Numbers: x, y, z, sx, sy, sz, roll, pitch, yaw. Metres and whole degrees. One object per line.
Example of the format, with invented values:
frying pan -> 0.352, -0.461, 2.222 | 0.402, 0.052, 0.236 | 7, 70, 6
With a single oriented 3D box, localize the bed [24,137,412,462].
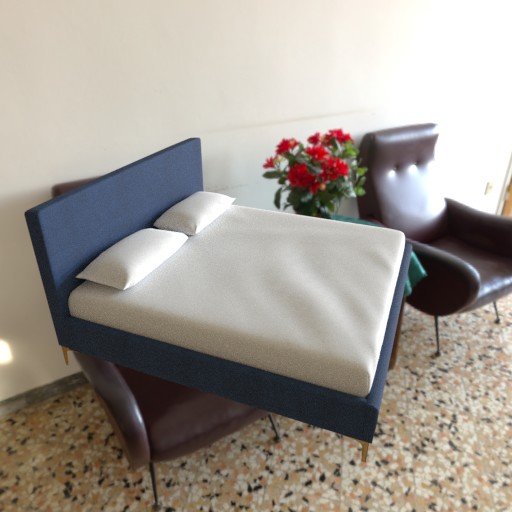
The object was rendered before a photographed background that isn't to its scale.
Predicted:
bed -> 0.000, 0.000, 3.455 | 2.232, 1.231, 2.096 | 11, 30, 19
